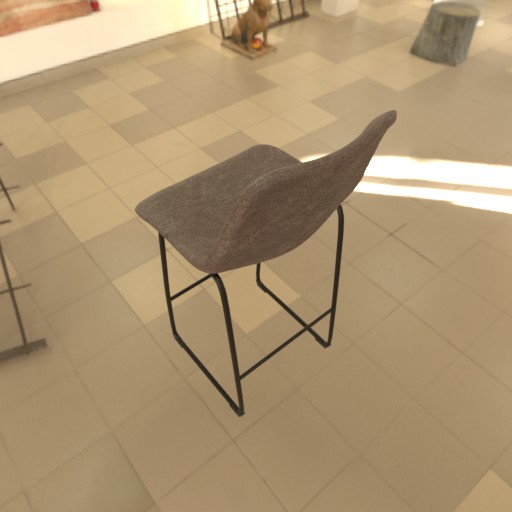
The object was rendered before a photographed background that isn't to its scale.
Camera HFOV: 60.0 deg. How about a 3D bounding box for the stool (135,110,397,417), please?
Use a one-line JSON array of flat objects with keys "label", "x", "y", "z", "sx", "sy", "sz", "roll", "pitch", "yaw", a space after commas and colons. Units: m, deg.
[{"label": "stool", "x": 0.000, "y": 0.000, "z": 1.387, "sx": 0.514, "sy": 1.082, "sz": 0.561, "roll": -31, "pitch": 54, "yaw": -26}]
